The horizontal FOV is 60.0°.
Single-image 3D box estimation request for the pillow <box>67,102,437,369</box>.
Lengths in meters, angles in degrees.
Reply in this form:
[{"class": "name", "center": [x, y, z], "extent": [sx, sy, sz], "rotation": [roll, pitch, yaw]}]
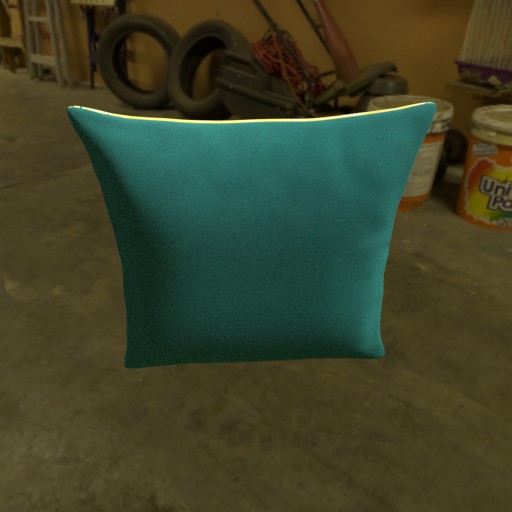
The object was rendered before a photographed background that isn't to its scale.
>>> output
[{"class": "pillow", "center": [0.000, 0.000, 0.761], "extent": [0.525, 0.508, 0.166], "rotation": [-2, 31, -3]}]
